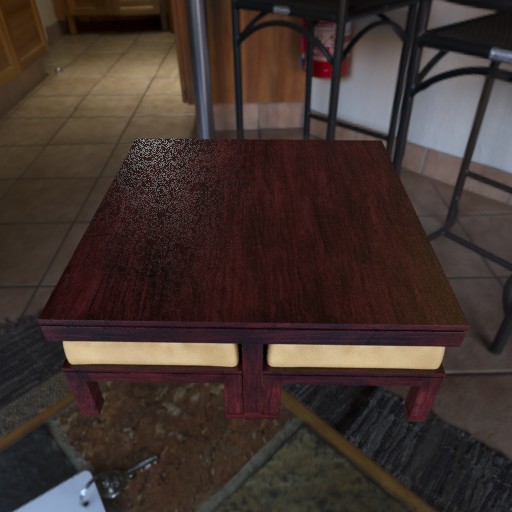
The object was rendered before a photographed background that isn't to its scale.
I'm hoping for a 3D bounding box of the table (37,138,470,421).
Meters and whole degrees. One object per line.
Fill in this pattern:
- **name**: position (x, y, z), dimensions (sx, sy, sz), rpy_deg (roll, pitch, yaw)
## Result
- **table**: position (0.000, 0.000, 1.334), dimensions (0.865, 0.356, 0.865), rpy_deg (1, 39, 1)
